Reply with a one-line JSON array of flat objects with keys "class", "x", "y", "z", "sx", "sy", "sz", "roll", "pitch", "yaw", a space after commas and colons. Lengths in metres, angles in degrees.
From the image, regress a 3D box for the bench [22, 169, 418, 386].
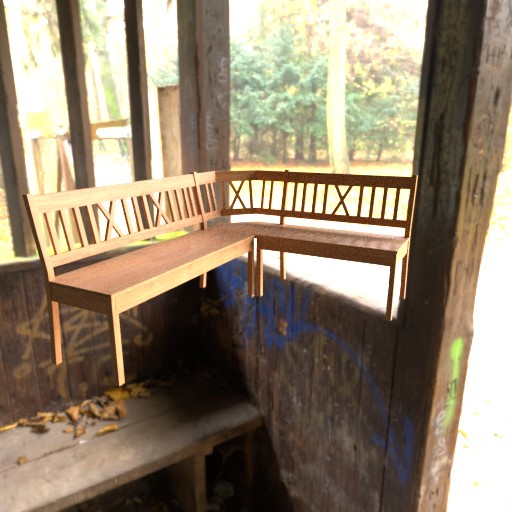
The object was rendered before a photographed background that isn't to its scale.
[{"class": "bench", "x": 0.000, "y": 0.000, "z": 2.745, "sx": 1.537, "sy": 0.902, "sz": 1.937, "roll": 8, "pitch": 18, "yaw": 27}]
